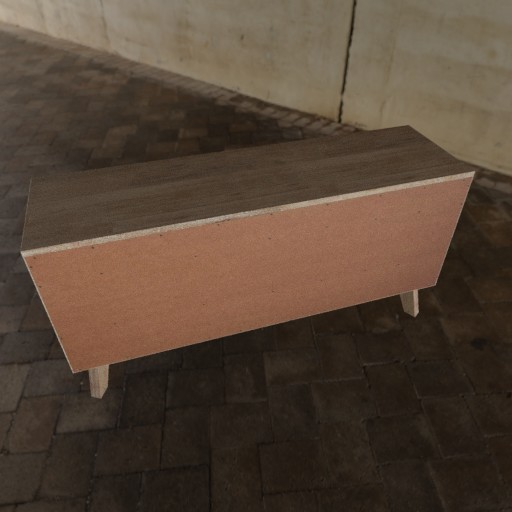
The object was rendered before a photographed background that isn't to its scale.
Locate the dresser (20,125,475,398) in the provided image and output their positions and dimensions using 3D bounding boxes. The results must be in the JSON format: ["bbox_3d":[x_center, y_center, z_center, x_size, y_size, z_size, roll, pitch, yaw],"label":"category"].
[{"bbox_3d":[0.000,0.000,1.911,1.602,0.788,0.455,-11,41,-14],"label":"dresser"}]
